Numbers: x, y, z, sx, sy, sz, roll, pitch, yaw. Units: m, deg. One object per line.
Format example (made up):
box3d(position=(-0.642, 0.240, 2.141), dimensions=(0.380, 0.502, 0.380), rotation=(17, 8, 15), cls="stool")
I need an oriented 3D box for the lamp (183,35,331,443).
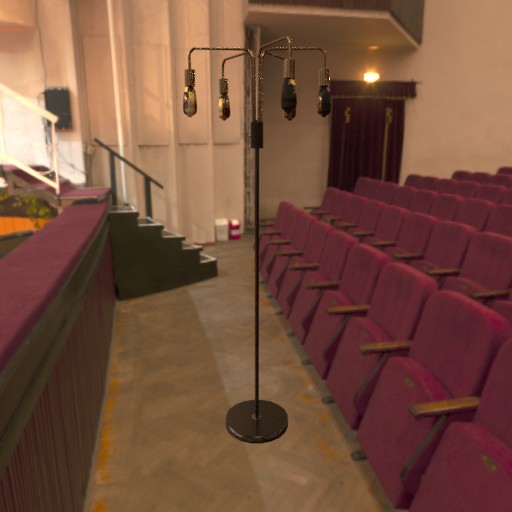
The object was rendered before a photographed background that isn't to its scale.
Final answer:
box3d(position=(0.000, 0.000, 1.985), dimensions=(0.599, 1.721, 0.572), rotation=(-2, 14, -8), cls="lamp")
